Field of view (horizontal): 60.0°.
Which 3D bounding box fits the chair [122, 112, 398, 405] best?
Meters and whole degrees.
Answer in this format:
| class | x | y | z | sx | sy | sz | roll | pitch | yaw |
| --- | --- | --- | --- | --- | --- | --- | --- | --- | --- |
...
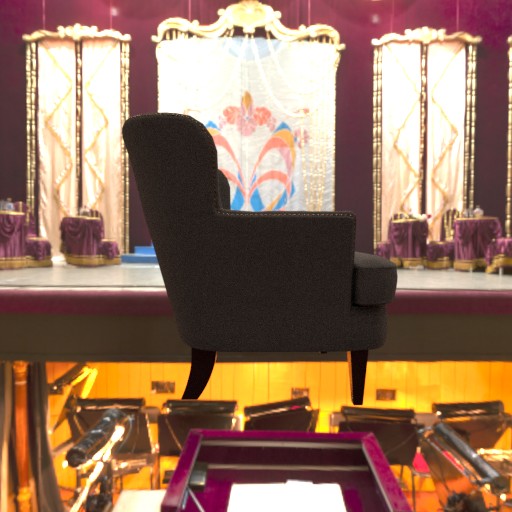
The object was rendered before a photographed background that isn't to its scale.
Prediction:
| class | x | y | z | sx | sy | sz | roll | pitch | yaw |
| --- | --- | --- | --- | --- | --- | --- | --- | --- | --- |
| chair | 0.000 | 0.000 | 1.616 | 0.906 | 0.868 | 0.848 | 0 | 2 | -1 |
